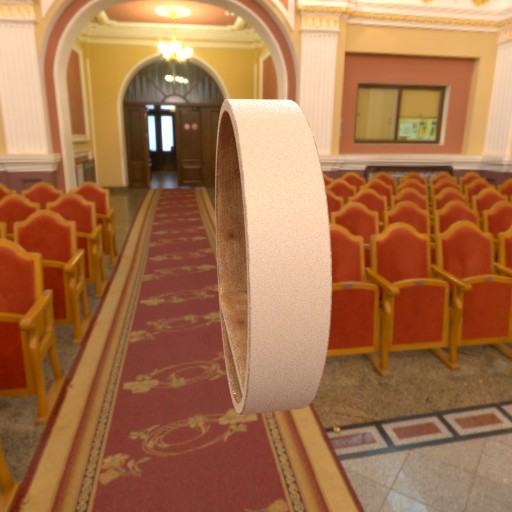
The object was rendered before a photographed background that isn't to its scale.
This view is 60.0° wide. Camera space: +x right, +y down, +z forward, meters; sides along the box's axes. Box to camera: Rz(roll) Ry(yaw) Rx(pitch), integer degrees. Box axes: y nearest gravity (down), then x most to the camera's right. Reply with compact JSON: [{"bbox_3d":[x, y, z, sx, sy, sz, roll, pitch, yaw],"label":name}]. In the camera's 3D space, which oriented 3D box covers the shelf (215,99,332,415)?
[{"bbox_3d":[0.000,0.000,1.210,0.158,0.807,0.806,-2,15,-9],"label":"shelf"}]
